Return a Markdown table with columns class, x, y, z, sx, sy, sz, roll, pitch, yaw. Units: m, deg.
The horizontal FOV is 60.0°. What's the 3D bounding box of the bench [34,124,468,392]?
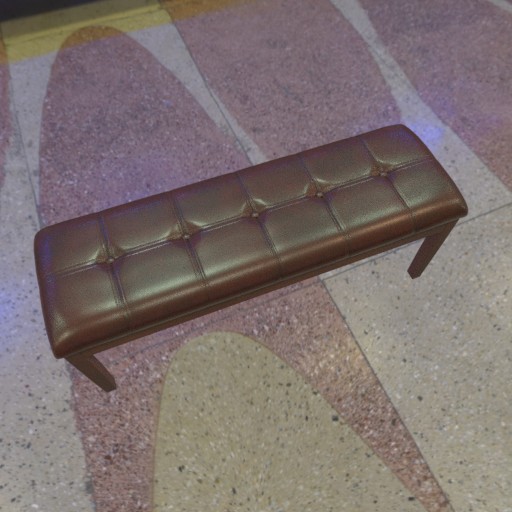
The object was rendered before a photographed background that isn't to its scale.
| class | x | y | z | sx | sy | sz | roll | pitch | yaw |
| --- | --- | --- | --- | --- | --- | --- | --- | --- | --- |
| bench | 0.000 | 0.000 | 1.486 | 1.259 | 0.491 | 0.401 | -19 | 61 | -11 |
